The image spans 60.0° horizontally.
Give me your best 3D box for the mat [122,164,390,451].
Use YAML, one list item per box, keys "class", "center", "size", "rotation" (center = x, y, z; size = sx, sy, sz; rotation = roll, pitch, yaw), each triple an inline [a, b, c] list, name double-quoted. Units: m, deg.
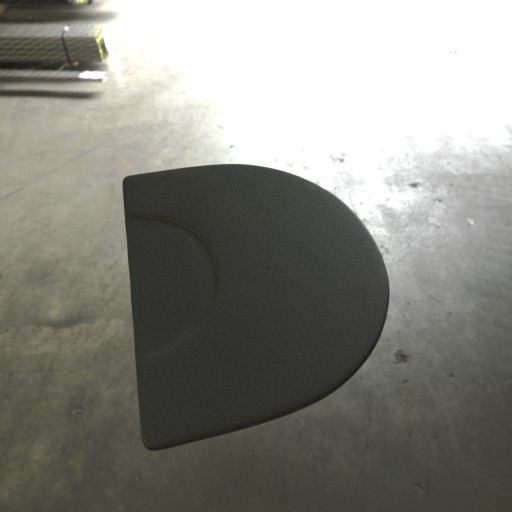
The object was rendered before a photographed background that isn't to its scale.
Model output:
- class: "mat"
  center: [0.000, 0.000, 1.631]
  size: [0.917, 0.016, 1.220]
  rotation: [-10, 48, -10]
